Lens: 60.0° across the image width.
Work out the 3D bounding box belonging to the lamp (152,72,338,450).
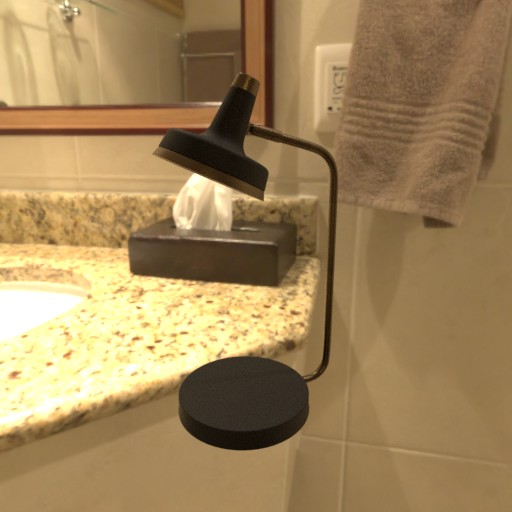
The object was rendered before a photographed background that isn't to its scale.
[{"bbox_3d":[0.000,0.000,0.504,0.218,0.385,0.162,-8,19,-24],"label":"lamp"}]
